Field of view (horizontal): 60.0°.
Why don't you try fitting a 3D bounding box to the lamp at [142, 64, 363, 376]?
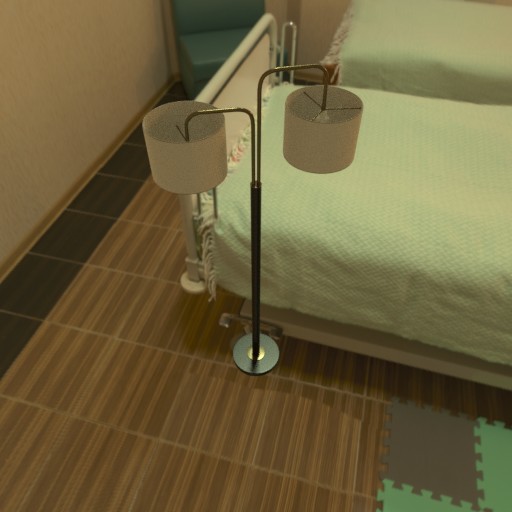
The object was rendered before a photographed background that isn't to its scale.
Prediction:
[{"bbox_3d":[0.000,0.000,1.880,0.711,1.587,0.254,-10,47,-10],"label":"lamp"}]
